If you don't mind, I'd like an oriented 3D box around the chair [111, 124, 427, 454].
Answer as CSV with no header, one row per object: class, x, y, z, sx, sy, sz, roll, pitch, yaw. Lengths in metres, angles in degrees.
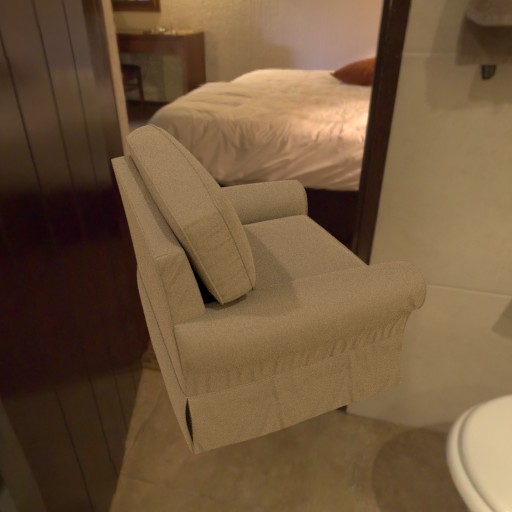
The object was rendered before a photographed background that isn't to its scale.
chair,0.000,0.000,1.908,0.988,1.017,1.135,-12,33,-19
